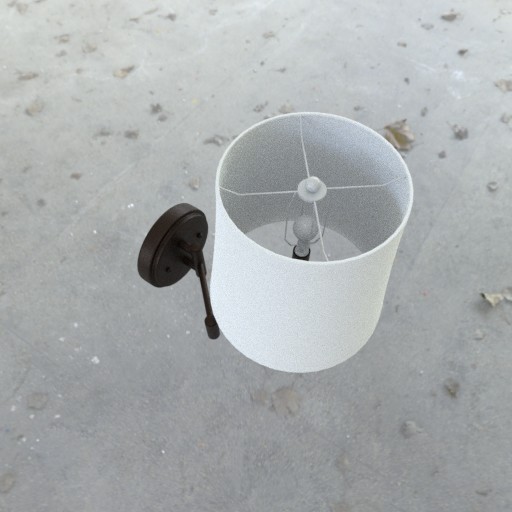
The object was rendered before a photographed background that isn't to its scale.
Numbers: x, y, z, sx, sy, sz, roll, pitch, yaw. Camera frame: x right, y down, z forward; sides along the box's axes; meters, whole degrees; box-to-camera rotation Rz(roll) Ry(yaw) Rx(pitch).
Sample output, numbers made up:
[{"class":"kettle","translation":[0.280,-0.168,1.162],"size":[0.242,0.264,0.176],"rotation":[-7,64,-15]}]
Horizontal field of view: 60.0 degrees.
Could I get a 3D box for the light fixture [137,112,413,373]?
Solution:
[{"class":"light fixture","translation":[0.000,0.000,0.260],"size":[0.157,0.172,0.100],"rotation":[30,64,17]}]
